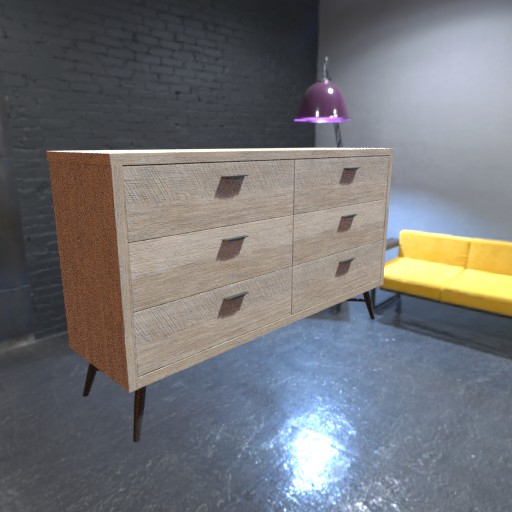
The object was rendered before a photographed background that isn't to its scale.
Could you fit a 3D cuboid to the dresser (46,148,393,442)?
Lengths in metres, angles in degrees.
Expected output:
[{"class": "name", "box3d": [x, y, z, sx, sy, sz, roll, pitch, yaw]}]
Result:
[{"class": "dresser", "box3d": [0.000, 0.000, 1.958, 1.524, 0.914, 0.457, -14, 20, -43]}]
